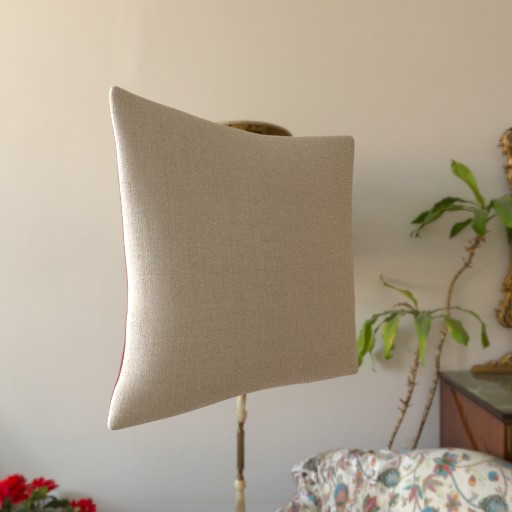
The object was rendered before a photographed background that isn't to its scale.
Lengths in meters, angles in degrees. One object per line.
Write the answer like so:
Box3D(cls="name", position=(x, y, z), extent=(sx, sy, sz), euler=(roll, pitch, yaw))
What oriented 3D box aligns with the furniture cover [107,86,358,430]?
Box3D(cls="furniture cover", position=(0.000, 0.000, 0.656), extent=(0.435, 0.420, 0.145), euler=(0, 0, -35))
